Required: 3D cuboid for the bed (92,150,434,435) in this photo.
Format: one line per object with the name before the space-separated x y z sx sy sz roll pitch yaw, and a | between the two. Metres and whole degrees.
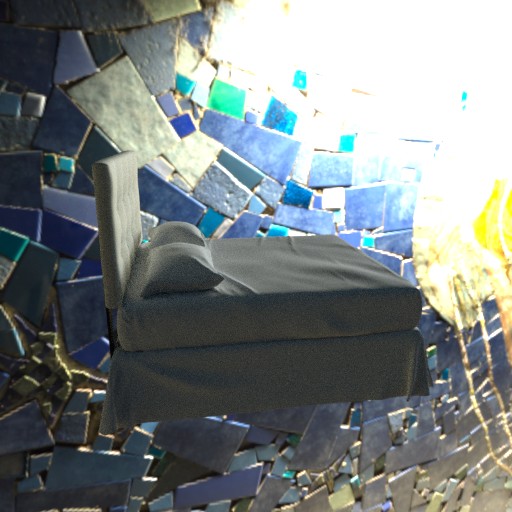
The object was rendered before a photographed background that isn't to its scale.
bed | 0.000 0.000 3.493 2.222 1.577 1.936 -3 16 -9
